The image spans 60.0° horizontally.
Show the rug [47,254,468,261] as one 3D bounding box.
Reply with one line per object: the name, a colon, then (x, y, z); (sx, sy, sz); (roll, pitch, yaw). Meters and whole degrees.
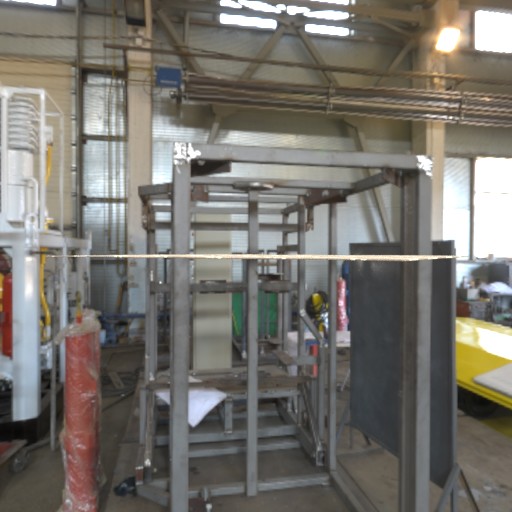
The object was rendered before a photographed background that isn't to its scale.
rug: (0.000, 0.000, 2.174); (1.748, 0.010, 1.142); (0, 1, 34)
